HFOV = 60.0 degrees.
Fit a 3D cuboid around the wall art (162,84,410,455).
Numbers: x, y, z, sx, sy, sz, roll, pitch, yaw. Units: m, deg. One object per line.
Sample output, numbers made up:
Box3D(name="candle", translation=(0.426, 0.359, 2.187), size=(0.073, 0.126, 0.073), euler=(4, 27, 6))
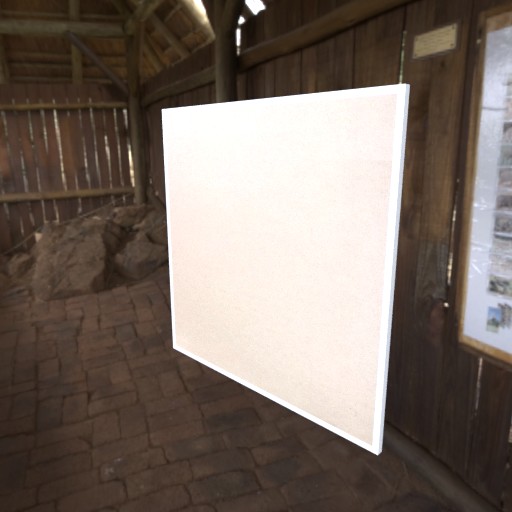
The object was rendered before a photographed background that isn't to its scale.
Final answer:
Box3D(name="wall art", translation=(0.000, 0.000, 0.835), size=(0.557, 0.557, 0.012), euler=(13, 19, 43))
